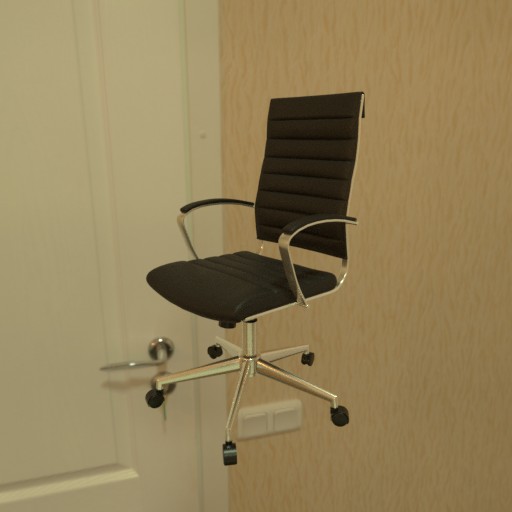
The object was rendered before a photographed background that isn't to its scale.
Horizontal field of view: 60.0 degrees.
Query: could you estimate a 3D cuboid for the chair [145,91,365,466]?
[{"bbox_3d":[0.000,0.000,1.629,0.739,1.149,0.766,-14,21,-42],"label":"chair"}]
